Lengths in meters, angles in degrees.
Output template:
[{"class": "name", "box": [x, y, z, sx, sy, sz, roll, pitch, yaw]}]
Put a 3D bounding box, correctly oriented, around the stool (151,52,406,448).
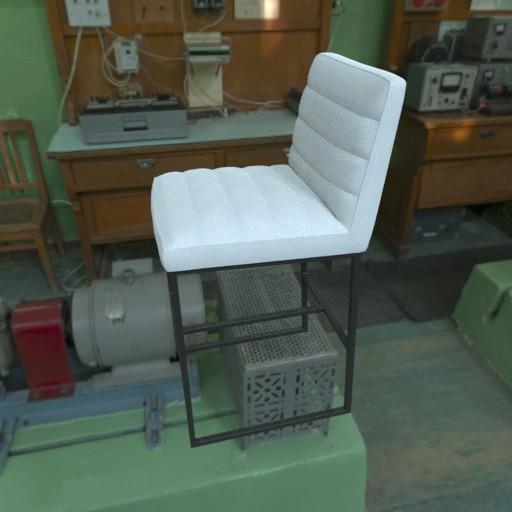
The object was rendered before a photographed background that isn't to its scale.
[{"class": "stool", "box": [0.000, 0.000, 1.331, 0.573, 1.061, 0.464, -8, 33, -12]}]
